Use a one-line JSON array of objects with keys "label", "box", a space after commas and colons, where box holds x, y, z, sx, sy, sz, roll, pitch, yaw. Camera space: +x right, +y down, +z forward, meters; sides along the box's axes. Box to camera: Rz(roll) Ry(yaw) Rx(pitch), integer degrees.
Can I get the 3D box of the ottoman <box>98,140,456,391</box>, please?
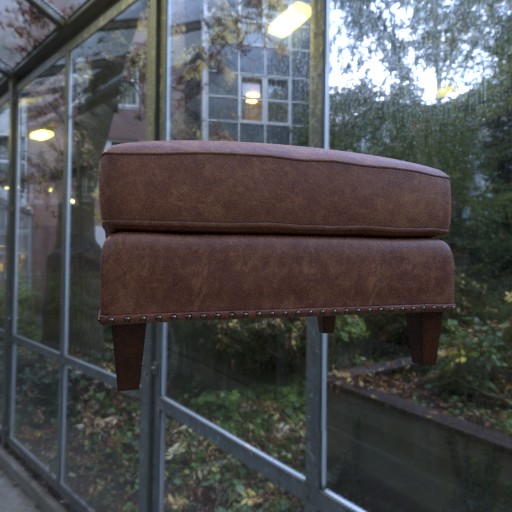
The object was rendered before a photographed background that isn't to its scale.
[{"label": "ottoman", "box": [0.000, 0.000, 1.124, 0.742, 0.486, 0.586, 0, -1, -18]}]
